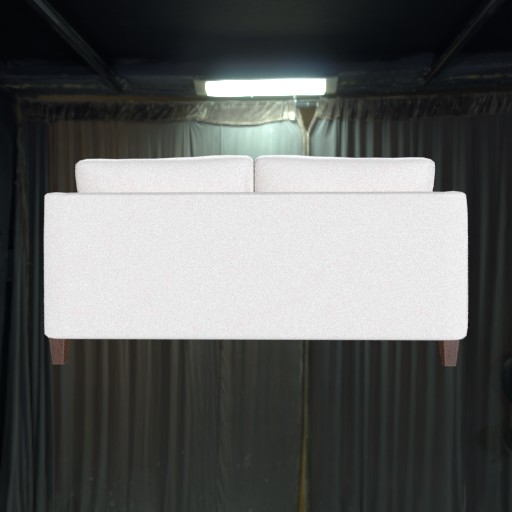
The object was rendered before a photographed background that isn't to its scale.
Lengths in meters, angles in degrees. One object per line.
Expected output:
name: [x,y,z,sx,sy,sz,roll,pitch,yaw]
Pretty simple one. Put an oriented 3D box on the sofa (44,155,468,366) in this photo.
sofa: [0.000,0.000,2.193,1.722,0.888,0.873,0,0,1]
